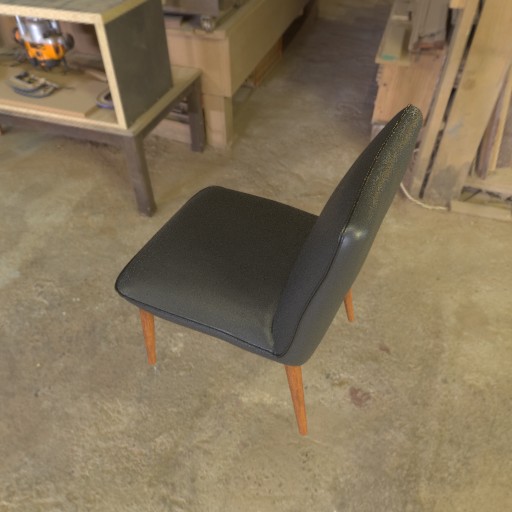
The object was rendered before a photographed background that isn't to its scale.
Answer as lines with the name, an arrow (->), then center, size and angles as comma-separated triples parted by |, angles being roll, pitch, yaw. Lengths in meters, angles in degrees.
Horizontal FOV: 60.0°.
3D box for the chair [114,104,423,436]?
chair -> 0.000, 0.000, 1.202 | 0.645, 0.801, 0.543 | 16, 48, 15
